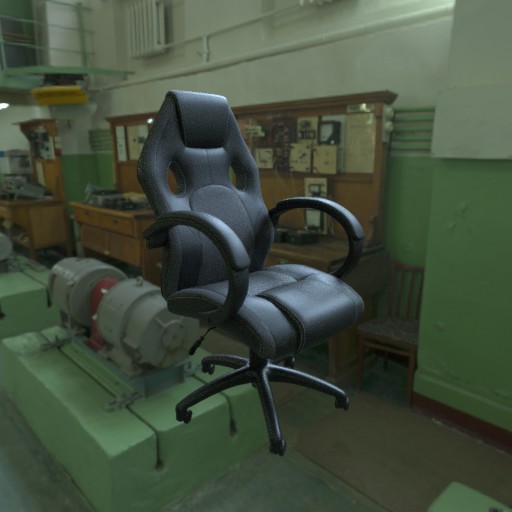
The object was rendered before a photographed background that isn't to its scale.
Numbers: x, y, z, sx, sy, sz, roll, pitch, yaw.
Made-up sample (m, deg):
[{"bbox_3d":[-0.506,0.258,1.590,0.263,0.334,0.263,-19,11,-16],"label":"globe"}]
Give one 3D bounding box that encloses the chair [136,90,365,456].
[{"bbox_3d":[0.000,0.000,1.625,0.724,1.187,0.673,13,19,43],"label":"chair"}]
